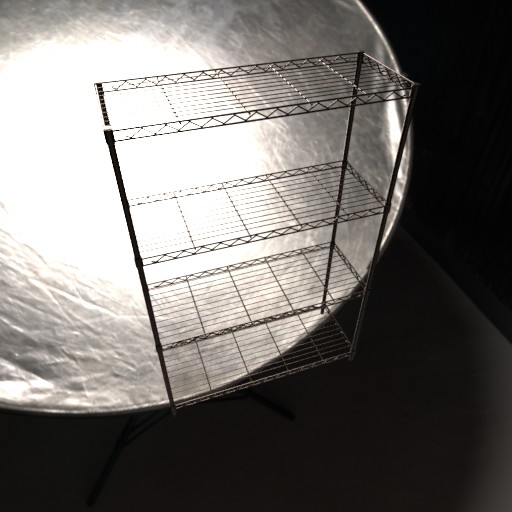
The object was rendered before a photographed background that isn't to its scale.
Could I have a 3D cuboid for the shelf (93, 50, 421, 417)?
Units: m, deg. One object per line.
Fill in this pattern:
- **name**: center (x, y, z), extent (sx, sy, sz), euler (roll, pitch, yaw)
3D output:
- **shelf**: center (0.000, 0.000, 1.755), extent (0.907, 1.361, 0.352), euler (-13, 43, -14)
